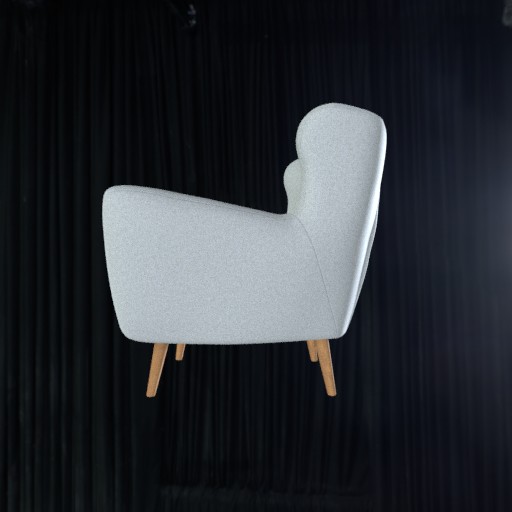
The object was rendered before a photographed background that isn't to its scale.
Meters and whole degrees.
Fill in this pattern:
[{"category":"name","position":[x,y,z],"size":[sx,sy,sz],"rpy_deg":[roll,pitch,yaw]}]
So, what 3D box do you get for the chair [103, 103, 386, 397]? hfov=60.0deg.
[{"category":"chair","position":[0.000,0.000,1.652],"size":[0.889,0.889,0.890],"rpy_deg":[0,0,0]}]
